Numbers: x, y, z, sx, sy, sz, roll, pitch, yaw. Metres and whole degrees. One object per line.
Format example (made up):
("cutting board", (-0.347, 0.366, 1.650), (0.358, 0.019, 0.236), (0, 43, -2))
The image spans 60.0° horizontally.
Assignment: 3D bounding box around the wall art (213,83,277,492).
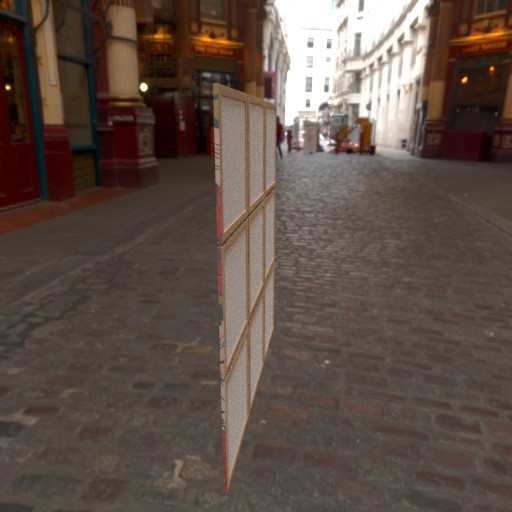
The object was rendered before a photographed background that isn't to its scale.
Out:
("wall art", (0.000, 0.000, 1.810), (0.013, 1.218, 1.206), (3, 17, 9))
